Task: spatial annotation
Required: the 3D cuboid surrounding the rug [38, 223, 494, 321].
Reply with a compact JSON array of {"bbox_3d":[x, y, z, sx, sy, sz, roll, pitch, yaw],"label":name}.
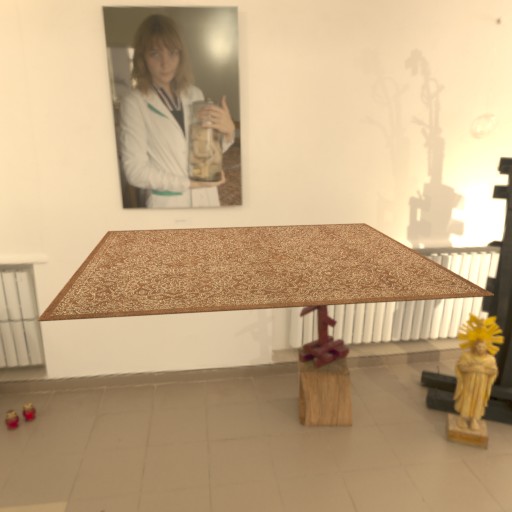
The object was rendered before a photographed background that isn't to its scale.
[{"bbox_3d":[0.000,0.000,4.075,3.050,0.015,2.441,-2,16,-8],"label":"rug"}]
